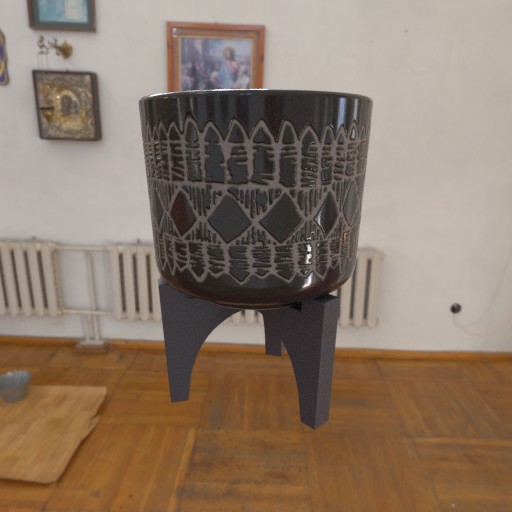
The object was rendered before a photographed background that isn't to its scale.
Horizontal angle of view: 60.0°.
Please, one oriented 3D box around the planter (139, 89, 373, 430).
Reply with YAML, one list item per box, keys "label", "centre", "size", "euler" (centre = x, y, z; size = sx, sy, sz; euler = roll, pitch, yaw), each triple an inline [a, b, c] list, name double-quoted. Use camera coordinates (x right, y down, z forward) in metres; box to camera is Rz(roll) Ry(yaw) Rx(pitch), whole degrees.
- label: "planter"
  centre: [0.000, 0.000, 0.533]
  size: [0.251, 0.355, 0.251]
  euler: [-14, 20, -41]
